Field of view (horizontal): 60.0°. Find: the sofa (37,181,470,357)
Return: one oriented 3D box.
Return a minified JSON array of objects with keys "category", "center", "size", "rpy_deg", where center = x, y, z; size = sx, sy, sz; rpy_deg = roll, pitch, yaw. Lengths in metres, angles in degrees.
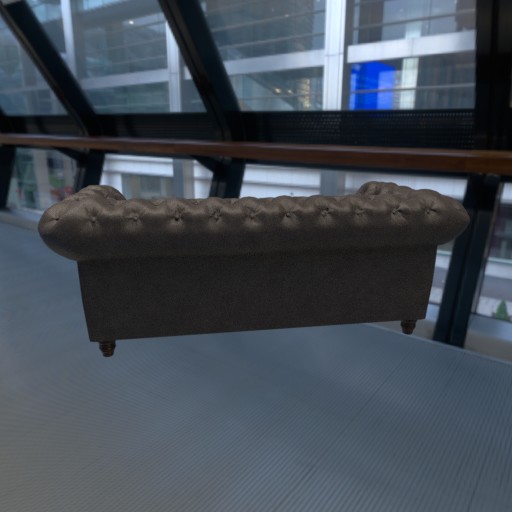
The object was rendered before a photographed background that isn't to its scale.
[{"category":"sofa","center":[0.000,0.000,2.478],"size":[2.048,0.779,0.944],"rpy_deg":[-2,15,-9]}]
